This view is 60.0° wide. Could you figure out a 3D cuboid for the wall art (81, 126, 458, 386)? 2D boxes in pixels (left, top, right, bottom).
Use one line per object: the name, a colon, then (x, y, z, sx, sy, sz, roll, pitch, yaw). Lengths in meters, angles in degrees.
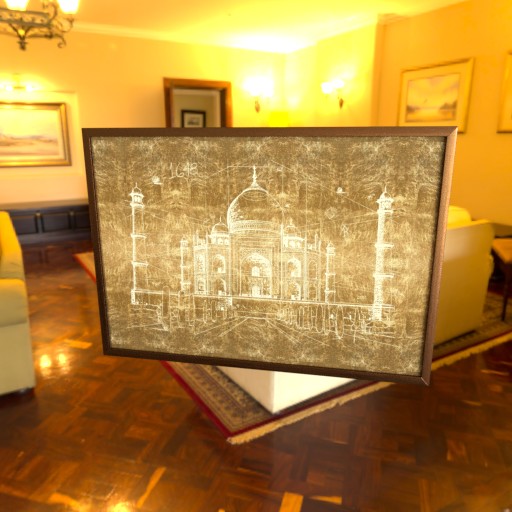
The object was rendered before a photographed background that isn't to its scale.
wall art: (0.000, 0.000, 0.545, 0.431, 0.304, 0.012, 3, 15, 10)
